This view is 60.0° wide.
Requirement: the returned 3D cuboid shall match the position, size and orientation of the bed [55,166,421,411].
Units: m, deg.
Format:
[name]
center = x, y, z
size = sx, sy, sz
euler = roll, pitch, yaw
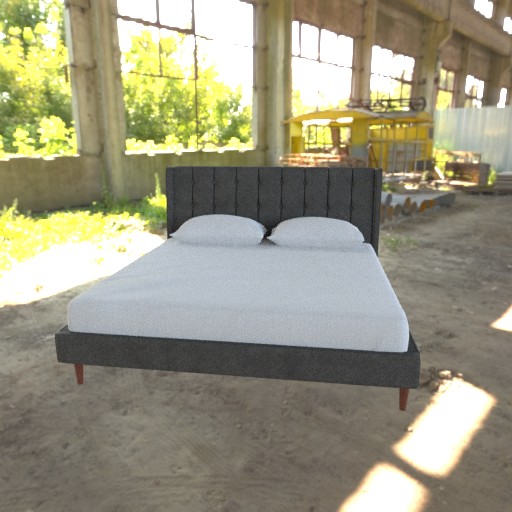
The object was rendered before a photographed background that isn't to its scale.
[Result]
[bed]
center = 0.000, 0.000, 2.543
size = 1.531, 0.933, 1.638
euler = 2, 14, 8
